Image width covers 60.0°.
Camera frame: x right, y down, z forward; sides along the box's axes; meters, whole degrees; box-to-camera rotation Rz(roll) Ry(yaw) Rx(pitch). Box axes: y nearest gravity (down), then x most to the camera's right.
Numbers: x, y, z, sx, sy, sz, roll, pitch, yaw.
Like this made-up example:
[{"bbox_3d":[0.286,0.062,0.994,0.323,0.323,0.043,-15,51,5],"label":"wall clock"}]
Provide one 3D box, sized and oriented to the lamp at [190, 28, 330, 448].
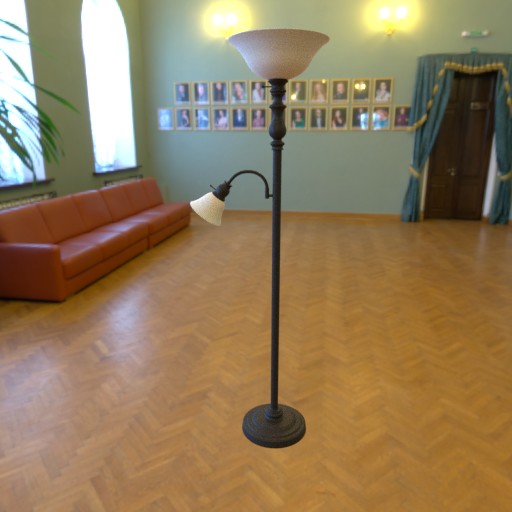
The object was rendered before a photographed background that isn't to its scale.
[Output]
[{"bbox_3d":[0.000,0.000,2.015,0.588,1.793,0.405,2,15,7],"label":"lamp"}]
